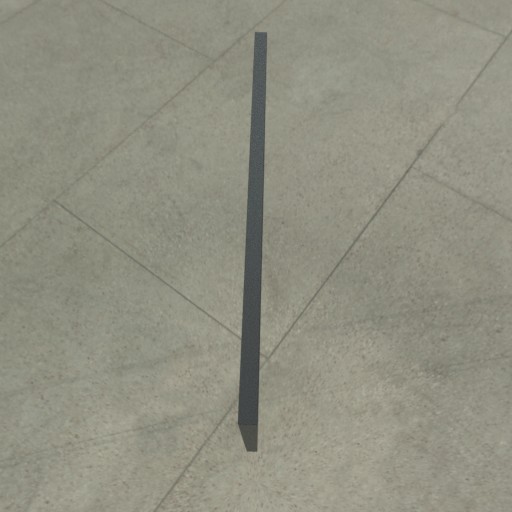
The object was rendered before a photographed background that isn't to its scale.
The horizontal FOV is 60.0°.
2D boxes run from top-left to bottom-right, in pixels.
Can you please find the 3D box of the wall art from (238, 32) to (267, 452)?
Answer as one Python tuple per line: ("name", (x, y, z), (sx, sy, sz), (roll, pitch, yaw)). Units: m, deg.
("wall art", (0.000, 0.000, 0.556), (0.016, 0.306, 0.432), (1, 63, 1))
